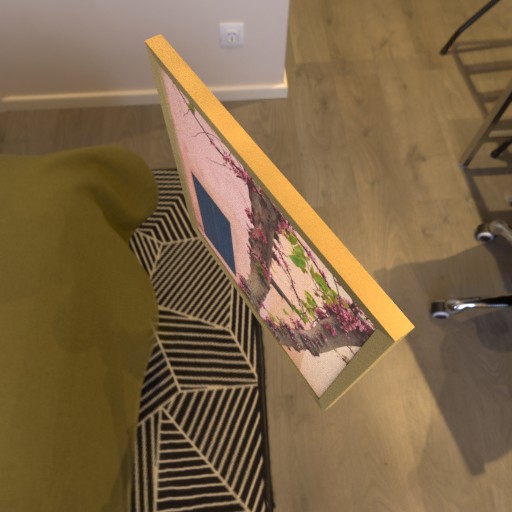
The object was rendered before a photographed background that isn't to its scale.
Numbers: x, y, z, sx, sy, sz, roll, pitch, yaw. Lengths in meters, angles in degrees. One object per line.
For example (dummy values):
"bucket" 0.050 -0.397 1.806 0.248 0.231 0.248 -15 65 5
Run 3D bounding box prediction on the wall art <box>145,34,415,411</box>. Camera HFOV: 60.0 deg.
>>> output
"wall art" 0.000 0.000 1.117 0.038 0.762 0.762 -31 68 -15
